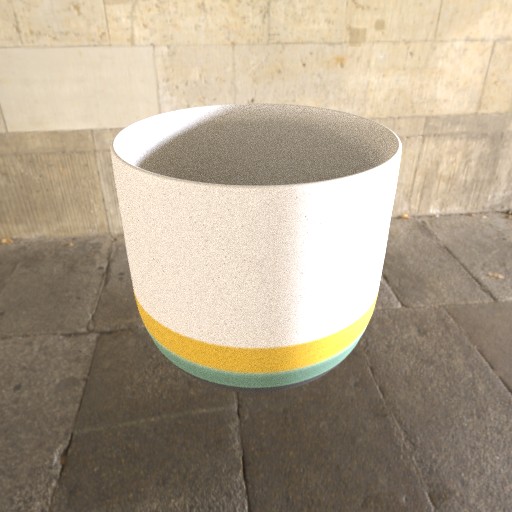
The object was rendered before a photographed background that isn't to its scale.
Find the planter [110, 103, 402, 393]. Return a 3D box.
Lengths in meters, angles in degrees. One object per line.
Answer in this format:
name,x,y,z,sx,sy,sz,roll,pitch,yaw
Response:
planter,0.000,0.000,0.488,0.268,0.270,0.268,0,31,0
